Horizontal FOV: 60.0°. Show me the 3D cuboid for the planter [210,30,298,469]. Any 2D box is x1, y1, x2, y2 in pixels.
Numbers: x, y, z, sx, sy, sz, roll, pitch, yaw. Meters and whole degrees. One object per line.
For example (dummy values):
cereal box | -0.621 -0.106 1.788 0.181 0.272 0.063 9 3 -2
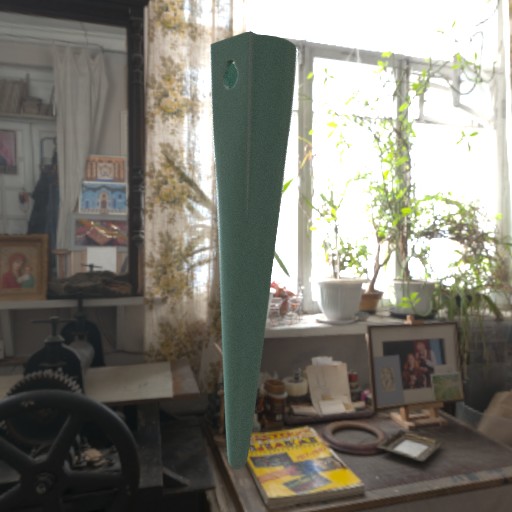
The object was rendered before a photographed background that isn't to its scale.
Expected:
planter | 0.000 0.000 0.294 0.054 0.268 0.055 1 2 35
